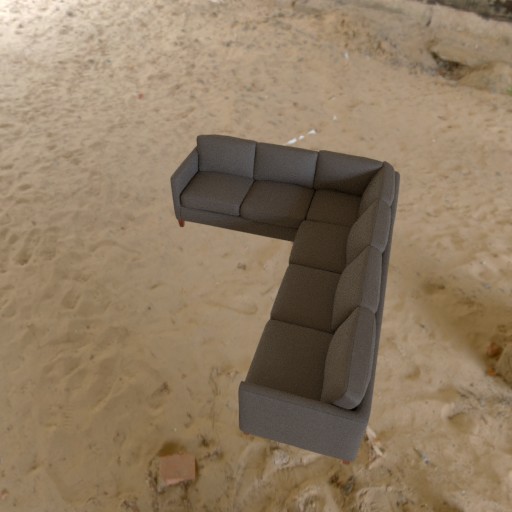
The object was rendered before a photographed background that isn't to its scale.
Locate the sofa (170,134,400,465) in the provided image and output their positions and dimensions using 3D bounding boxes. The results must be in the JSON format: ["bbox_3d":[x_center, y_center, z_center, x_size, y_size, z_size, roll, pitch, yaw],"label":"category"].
[{"bbox_3d":[0.000,0.000,4.485,2.593,0.947,3.302,12,43,13],"label":"sofa"}]
